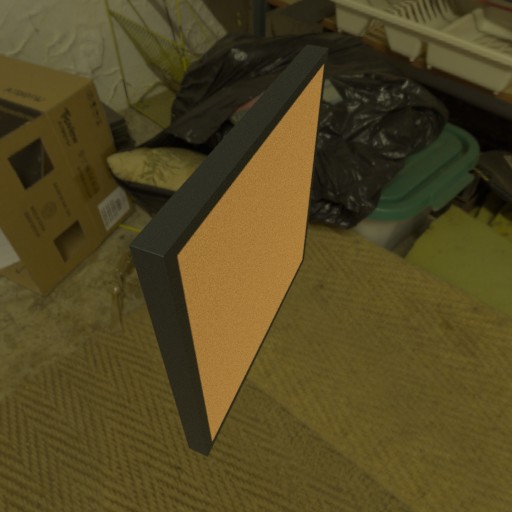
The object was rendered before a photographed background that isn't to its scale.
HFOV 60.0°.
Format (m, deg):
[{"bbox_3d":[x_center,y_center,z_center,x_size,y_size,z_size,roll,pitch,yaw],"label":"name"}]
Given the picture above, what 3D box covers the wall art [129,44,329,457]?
[{"bbox_3d":[0.000,0.000,0.748,0.037,0.506,0.506,18,49,16],"label":"wall art"}]
